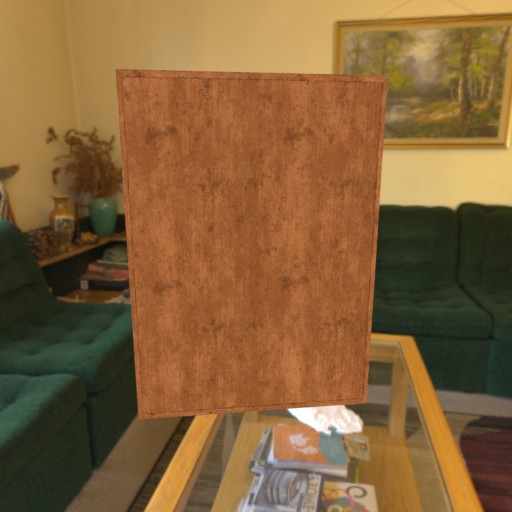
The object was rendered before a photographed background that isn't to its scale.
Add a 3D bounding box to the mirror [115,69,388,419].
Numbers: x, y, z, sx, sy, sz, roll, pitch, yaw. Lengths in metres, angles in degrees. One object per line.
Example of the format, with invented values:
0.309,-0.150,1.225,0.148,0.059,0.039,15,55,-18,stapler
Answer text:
0.000,0.000,1.421,0.796,1.099,0.028,-2,13,-7,mirror
